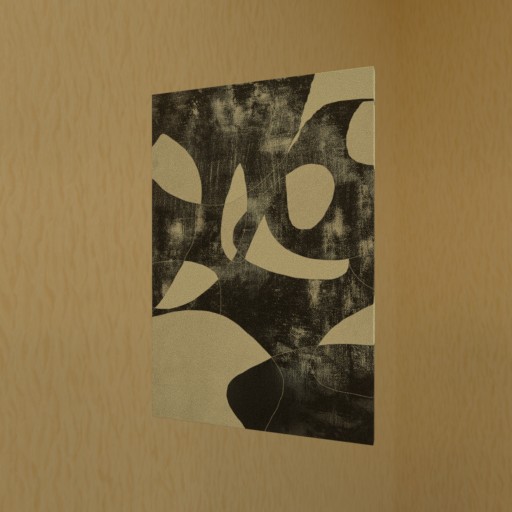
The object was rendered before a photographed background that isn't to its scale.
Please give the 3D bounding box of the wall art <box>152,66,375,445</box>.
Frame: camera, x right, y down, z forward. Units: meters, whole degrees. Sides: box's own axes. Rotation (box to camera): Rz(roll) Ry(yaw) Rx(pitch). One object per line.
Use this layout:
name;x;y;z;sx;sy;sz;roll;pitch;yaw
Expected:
wall art;0.000;0.000;1.182;0.610;0.915;0.041;0;0;18
